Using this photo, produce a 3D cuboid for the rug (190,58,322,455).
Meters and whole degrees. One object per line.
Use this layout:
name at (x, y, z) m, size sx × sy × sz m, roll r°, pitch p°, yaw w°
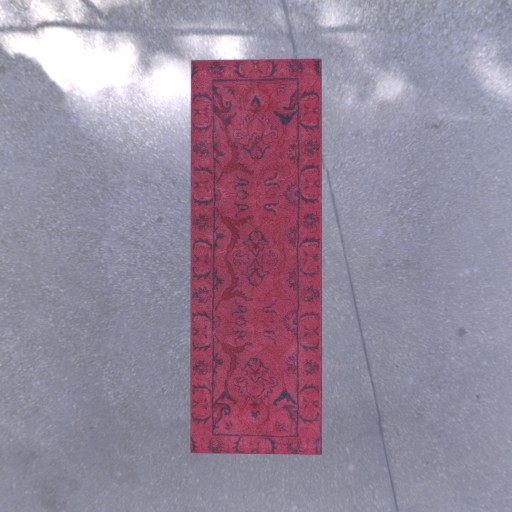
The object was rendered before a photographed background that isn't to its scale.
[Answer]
rug at (0.000, 0.000, 2.740) m, size 0.813 × 0.018 × 2.439 m, roll 0°, pitch 90°, yaw 2°
